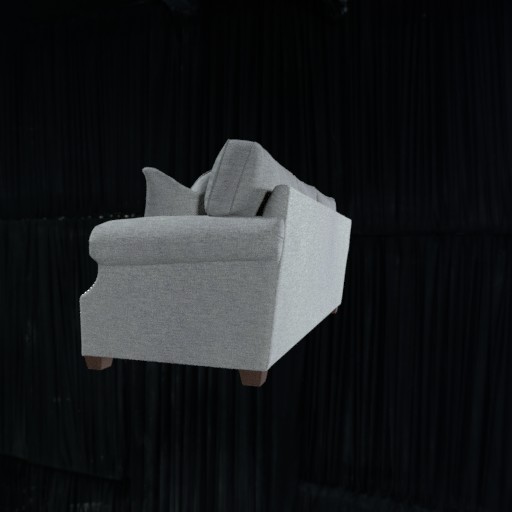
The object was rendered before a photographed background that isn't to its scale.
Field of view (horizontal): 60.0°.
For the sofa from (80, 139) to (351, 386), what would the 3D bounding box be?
[{"bbox_3d":[0.000,0.000,2.822,0.965,0.975,2.312,0,1,18],"label":"sofa"}]
